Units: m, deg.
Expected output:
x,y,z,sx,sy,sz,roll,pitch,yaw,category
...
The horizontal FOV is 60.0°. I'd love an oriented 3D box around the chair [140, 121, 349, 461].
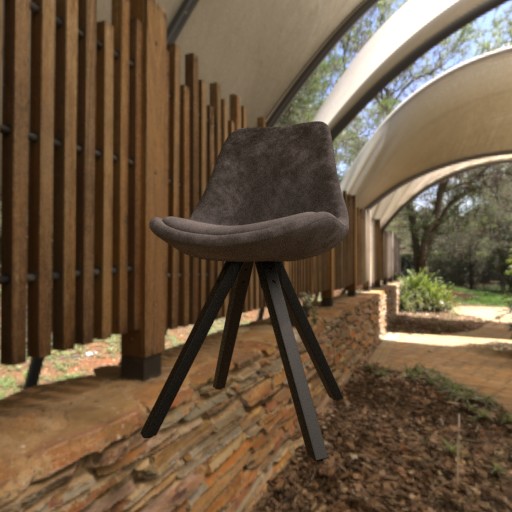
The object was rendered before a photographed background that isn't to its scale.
x,y,z,sx,sy,sz,roll,pitch,yaw,category
0.000,0.000,1.186,0.485,0.850,0.550,0,-1,17,chair
